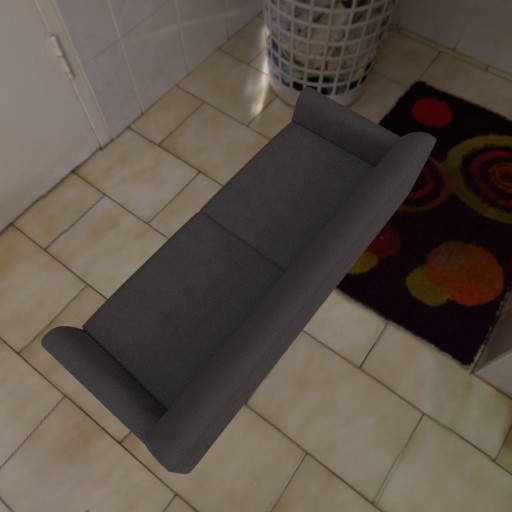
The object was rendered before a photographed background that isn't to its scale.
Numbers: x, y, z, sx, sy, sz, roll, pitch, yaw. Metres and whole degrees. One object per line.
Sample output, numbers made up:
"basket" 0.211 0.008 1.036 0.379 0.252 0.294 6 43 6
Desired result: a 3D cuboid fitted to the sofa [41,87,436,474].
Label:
"sofa" 0.000 0.000 2.548 0.900 0.740 2.190 36 68 17
